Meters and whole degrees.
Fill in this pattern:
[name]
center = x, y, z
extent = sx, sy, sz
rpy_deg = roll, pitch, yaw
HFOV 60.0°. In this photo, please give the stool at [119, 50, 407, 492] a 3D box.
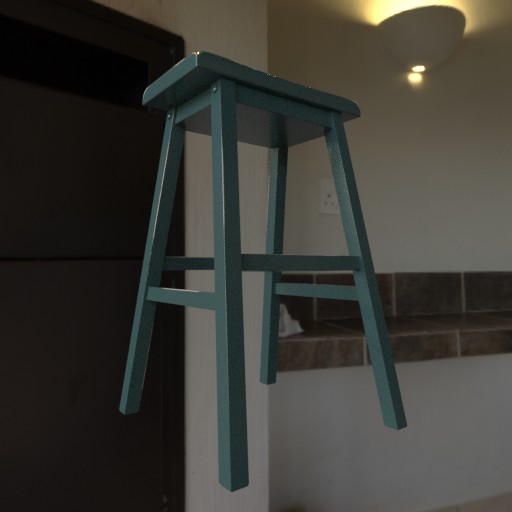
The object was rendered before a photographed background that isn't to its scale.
[stool]
center = 0.000, 0.000, 1.012
extent = 0.457, 0.737, 0.476
rpy_deg = 1, -1, -37
